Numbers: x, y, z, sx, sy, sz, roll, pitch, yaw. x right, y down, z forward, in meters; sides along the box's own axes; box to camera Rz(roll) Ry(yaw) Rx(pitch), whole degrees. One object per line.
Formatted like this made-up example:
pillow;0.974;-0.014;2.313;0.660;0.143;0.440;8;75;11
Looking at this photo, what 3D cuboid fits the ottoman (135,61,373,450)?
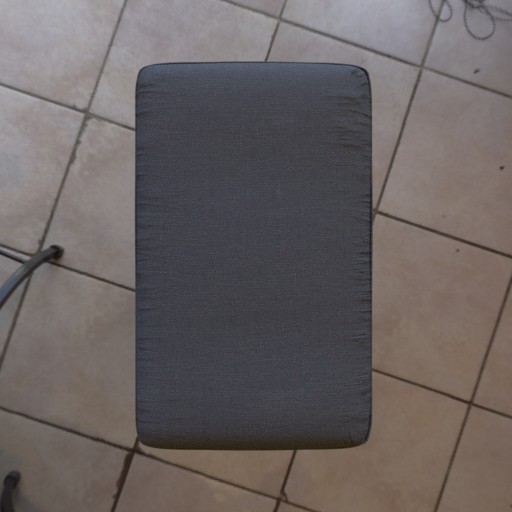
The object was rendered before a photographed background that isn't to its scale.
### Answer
ottoman;0.000;0.000;1.175;0.570;0.438;0.885;0;90;0
